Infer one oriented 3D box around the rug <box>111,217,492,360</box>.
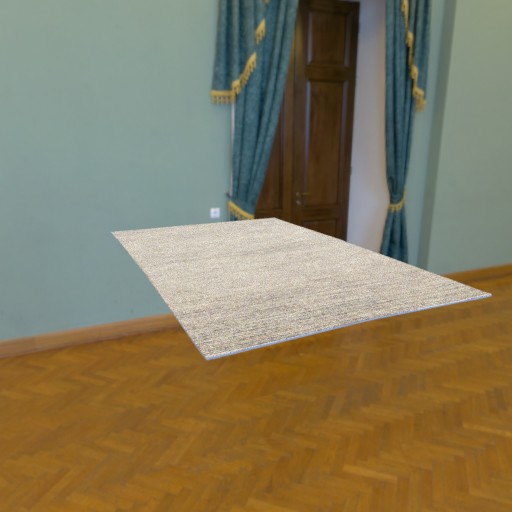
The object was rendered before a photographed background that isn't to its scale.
[{"bbox_3d":[0.000,0.000,2.237,1.162,0.022,1.804,-7,17,-24],"label":"rug"}]
